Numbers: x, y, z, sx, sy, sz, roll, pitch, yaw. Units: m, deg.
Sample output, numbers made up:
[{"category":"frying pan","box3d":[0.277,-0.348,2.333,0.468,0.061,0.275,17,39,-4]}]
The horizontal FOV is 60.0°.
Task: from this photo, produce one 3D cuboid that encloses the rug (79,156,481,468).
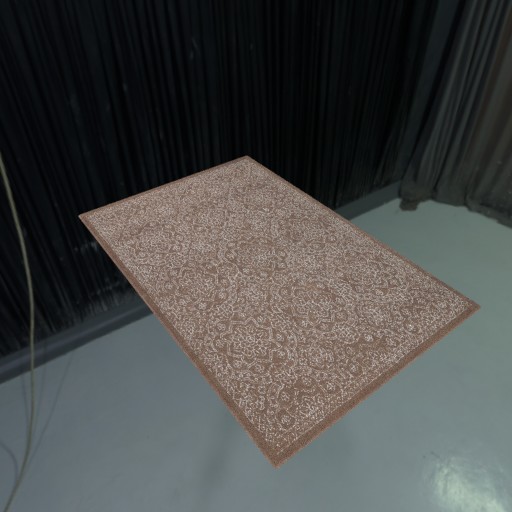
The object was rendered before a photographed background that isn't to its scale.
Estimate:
[{"category":"rug","box3d":[0.000,0.000,2.887,1.524,0.011,2.286,-26,47,-27]}]
